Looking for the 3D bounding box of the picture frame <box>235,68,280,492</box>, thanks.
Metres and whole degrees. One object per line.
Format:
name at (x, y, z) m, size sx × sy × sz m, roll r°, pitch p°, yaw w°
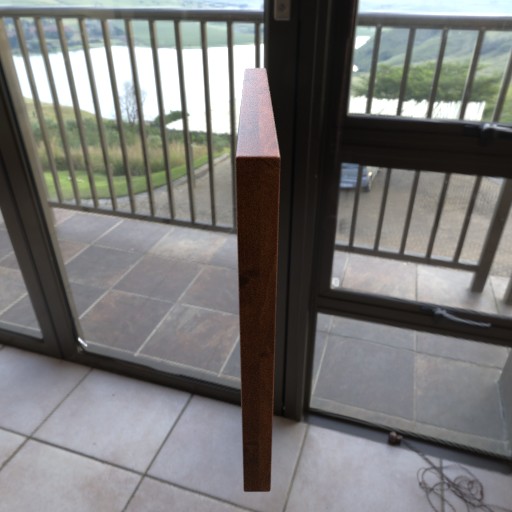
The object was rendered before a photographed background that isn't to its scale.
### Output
picture frame at (0.000, 0.000, 0.515) m, size 0.028 × 0.356 × 0.352 m, roll 0°, pitch 31°, yaw 0°
